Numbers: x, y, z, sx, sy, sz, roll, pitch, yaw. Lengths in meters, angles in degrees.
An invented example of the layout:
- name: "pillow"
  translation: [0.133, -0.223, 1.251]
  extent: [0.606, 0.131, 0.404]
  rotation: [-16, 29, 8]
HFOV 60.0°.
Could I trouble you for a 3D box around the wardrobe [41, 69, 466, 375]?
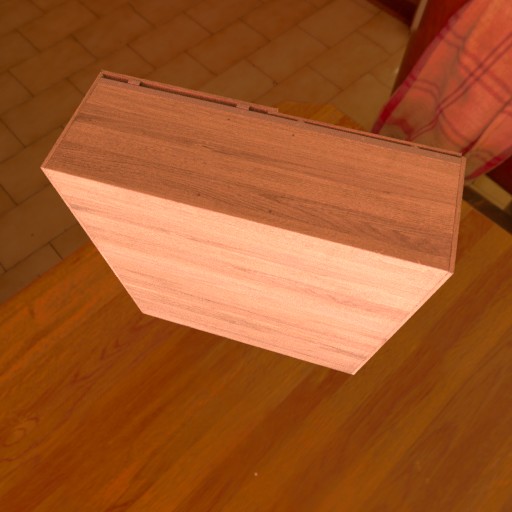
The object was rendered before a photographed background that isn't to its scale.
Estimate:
- name: "wardrobe"
  translation: [0.000, 0.000, 2.831]
  extent: [1.780, 1.960, 0.629]
  rotation: [15, 65, 7]
